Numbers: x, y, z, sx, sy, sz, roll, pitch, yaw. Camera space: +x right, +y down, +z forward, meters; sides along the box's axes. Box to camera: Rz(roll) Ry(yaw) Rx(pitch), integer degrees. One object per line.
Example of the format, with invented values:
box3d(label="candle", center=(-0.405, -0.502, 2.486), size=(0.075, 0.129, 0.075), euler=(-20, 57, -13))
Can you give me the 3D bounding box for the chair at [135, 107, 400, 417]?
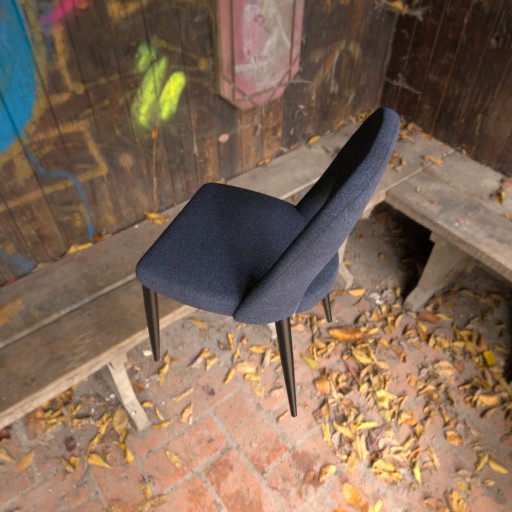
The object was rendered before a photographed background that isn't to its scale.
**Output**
box3d(label="chair", center=(0.000, 0.000, 1.309), size=(0.612, 0.931, 0.470), euler=(17, 49, 16))
